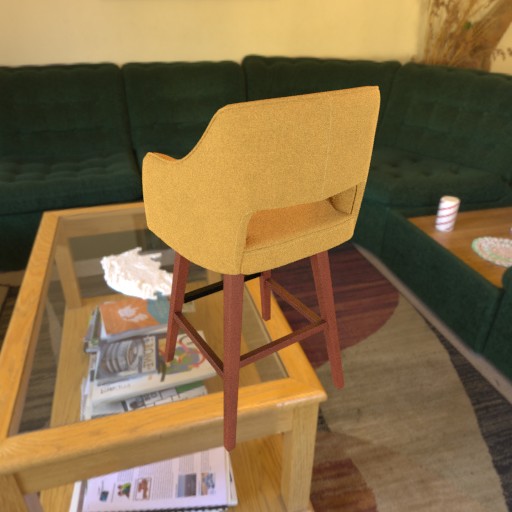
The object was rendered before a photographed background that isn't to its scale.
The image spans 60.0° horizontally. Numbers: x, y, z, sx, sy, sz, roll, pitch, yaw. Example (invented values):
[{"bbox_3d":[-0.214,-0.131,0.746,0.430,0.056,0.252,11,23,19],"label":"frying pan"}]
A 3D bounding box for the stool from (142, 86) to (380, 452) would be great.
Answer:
[{"bbox_3d":[0.000,0.000,1.336,0.548,1.012,0.558,-18,35,-28],"label":"stool"}]
